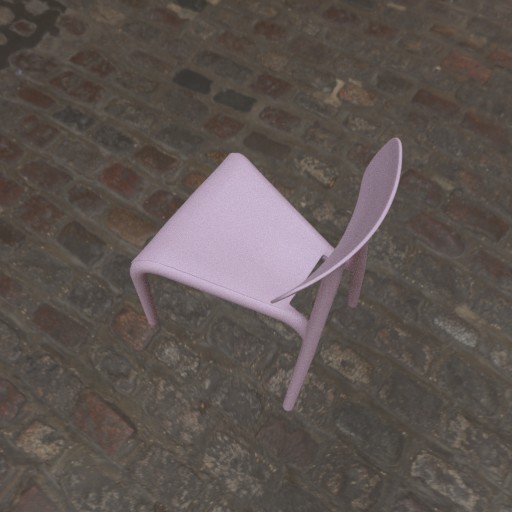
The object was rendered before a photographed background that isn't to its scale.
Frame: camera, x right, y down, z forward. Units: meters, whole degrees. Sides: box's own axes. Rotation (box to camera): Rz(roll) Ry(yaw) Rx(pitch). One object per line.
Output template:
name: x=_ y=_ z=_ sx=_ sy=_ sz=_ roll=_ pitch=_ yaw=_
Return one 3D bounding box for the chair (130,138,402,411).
chair: x=0.000 y=0.000 z=0.838 sx=0.401 sy=0.580 sz=0.356 roll=31 pitch=67 yaw=15
